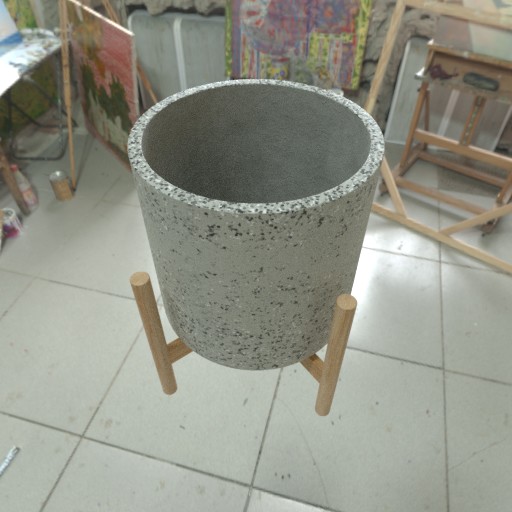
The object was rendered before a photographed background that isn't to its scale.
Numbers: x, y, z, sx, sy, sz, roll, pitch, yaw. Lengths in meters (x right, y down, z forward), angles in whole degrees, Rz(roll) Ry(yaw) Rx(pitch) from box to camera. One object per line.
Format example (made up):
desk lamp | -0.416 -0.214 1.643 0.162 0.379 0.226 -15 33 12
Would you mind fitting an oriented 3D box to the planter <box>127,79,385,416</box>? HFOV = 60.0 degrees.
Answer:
planter | 0.000 0.000 0.680 0.360 0.419 0.360 -10 46 -10
